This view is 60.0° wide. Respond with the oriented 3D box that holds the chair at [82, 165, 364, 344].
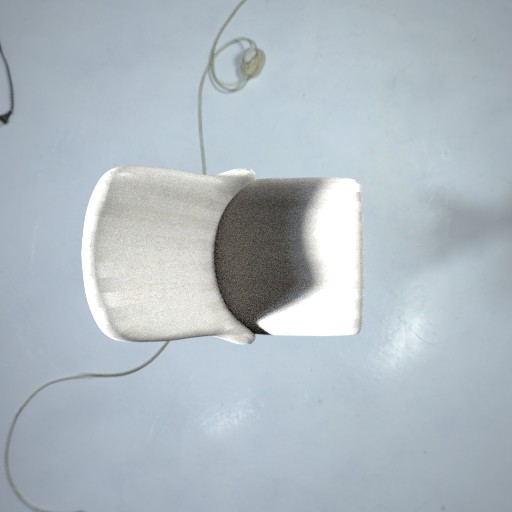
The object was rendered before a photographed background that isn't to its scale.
[{"bbox_3d":[0.000,0.000,1.317,0.684,0.917,0.526,0,89,0],"label":"chair"}]
